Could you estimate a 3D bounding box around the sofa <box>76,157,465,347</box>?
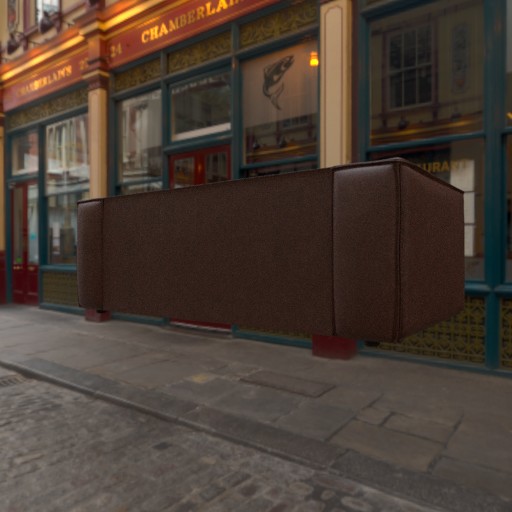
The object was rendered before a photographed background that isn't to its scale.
[{"bbox_3d":[0.000,0.000,2.576,2.088,0.703,1.102,0,0,36],"label":"sofa"}]
